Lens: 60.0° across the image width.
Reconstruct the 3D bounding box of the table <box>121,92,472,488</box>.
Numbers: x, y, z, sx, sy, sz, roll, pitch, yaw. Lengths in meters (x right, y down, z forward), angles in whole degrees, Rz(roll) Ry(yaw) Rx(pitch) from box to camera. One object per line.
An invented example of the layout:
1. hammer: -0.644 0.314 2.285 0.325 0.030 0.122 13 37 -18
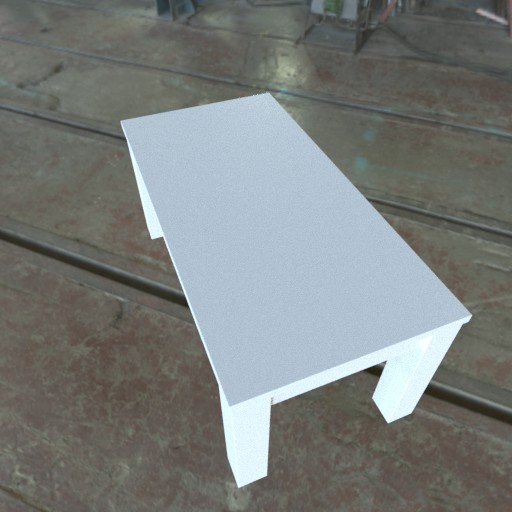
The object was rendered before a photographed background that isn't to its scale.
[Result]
1. table: 0.000 0.000 2.289 0.900 0.790 1.800 -16 48 -15
